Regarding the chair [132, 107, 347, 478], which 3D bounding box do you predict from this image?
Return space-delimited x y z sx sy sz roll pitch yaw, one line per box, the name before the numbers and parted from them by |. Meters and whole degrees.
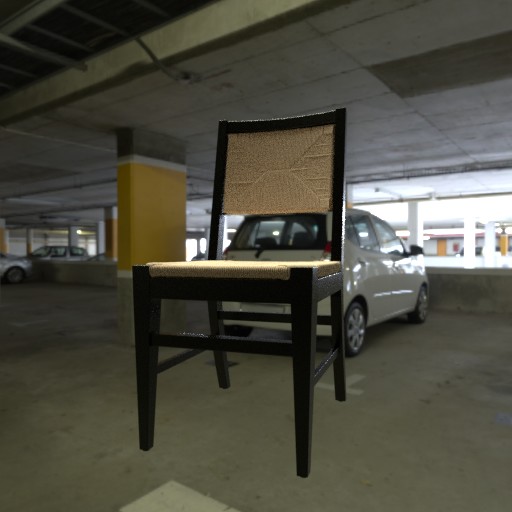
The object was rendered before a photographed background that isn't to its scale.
chair | 0.000 0.000 1.234 0.437 0.927 0.552 0 1 19
